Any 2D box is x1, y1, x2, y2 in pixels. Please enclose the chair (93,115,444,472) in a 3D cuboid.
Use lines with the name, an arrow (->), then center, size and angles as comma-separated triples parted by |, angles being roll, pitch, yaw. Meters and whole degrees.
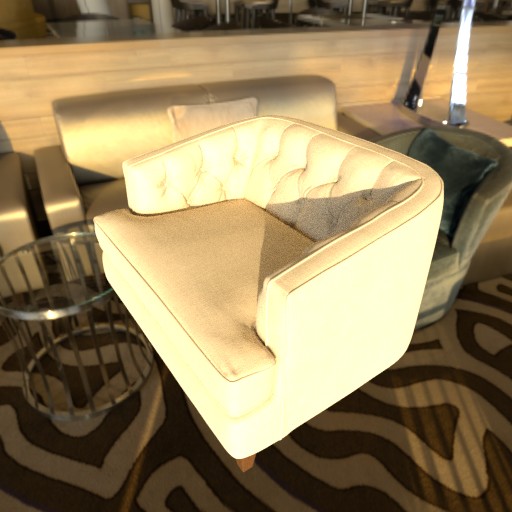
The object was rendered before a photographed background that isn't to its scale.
chair -> 0.000, 0.000, 1.694 | 0.914, 0.787, 1.118 | -20, 37, -29
